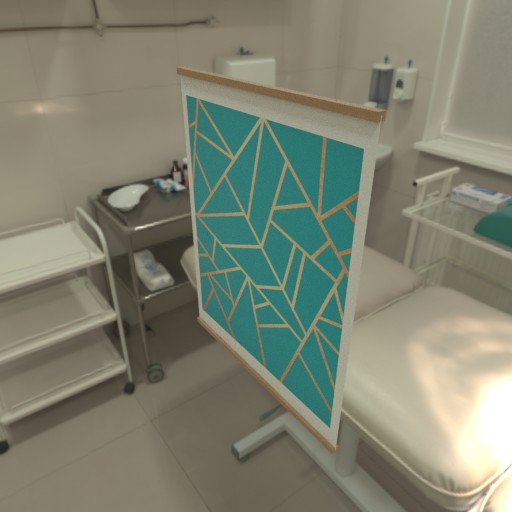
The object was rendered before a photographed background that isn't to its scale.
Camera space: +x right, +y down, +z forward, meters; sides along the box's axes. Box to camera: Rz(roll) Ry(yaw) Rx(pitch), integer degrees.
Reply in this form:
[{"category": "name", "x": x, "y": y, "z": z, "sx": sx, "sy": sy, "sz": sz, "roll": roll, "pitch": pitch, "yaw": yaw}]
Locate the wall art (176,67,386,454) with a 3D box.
[{"category": "wall art", "x": 0.000, "y": 0.000, "z": 0.693, "sx": 0.012, "sy": 0.508, "sz": 0.405, "roll": -21, "pitch": 36, "yaw": -31}]
